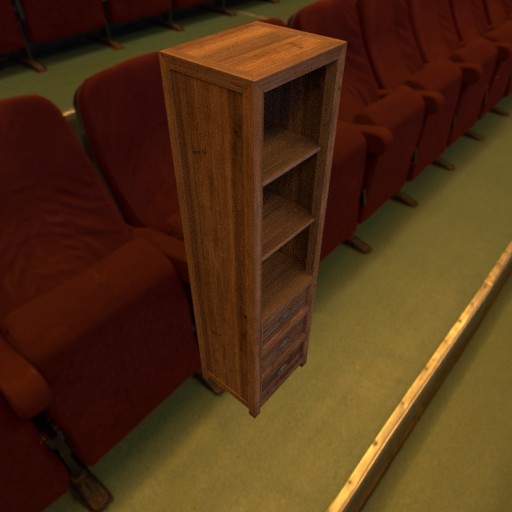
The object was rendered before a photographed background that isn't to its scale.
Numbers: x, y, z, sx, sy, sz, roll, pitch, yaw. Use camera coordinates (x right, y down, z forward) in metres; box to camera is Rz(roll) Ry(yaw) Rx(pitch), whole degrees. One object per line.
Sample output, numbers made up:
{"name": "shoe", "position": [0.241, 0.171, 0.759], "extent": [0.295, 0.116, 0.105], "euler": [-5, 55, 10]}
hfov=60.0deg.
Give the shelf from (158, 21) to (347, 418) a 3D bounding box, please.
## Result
{"name": "shelf", "position": [0.000, 0.000, 2.135], "extent": [0.428, 1.900, 0.500], "euler": [30, 49, 29]}
